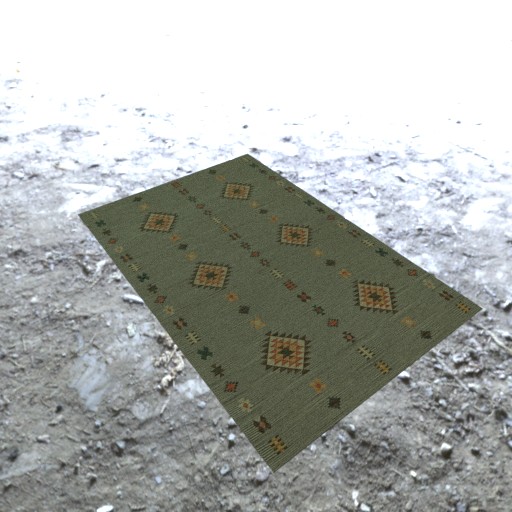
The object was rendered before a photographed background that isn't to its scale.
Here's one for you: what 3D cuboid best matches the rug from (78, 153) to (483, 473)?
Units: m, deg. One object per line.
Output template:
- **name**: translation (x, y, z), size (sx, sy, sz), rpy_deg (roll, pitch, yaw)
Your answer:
- **rug**: translation (0.000, 0.000, 2.289), size (1.217, 0.005, 1.818), rpy_deg (-26, 48, -27)
